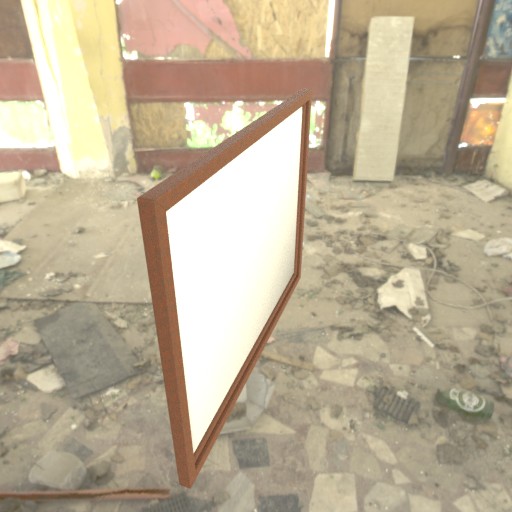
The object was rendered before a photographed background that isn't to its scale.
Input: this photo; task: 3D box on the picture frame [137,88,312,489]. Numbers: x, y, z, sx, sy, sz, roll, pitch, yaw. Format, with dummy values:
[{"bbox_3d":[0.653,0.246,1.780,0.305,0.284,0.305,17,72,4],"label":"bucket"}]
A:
[{"bbox_3d":[0.000,0.000,1.725,0.045,1.018,1.329,11,32,18],"label":"picture frame"}]
